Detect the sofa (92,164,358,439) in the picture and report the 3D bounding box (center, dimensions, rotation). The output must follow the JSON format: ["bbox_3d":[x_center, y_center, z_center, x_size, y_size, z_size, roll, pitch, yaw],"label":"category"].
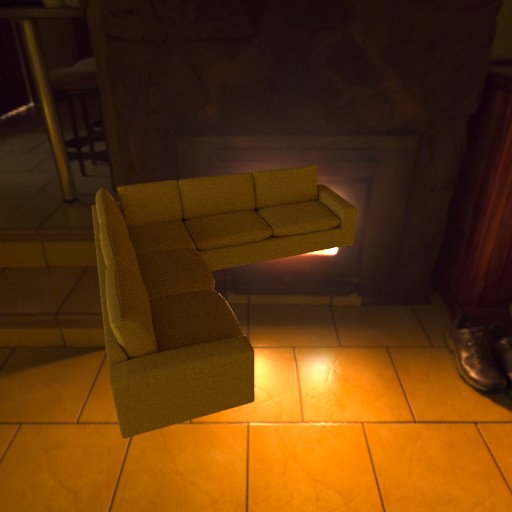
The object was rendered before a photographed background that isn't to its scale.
[{"bbox_3d":[0.000,0.000,4.083,2.742,0.800,2.622,-10,31,-17],"label":"sofa"}]
